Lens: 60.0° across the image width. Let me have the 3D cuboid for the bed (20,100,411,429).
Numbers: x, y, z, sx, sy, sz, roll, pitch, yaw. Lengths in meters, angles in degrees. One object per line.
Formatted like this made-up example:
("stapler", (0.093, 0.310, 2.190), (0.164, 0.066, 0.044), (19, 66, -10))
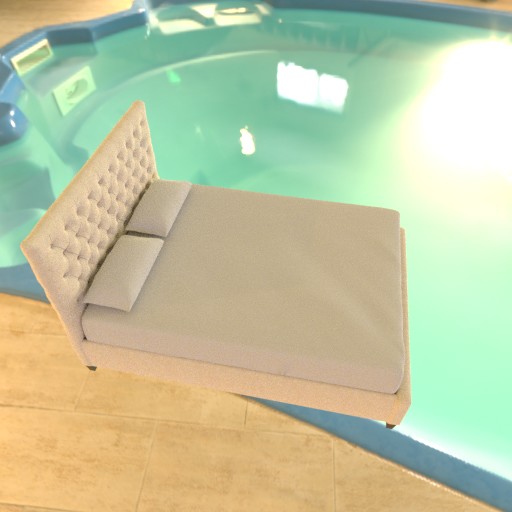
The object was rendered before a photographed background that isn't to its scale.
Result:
("bed", (0.000, 0.000, 3.352), (2.387, 1.427, 1.698), (9, 48, 8))
